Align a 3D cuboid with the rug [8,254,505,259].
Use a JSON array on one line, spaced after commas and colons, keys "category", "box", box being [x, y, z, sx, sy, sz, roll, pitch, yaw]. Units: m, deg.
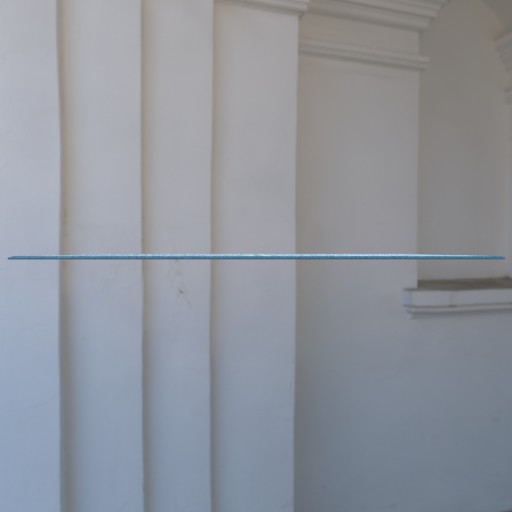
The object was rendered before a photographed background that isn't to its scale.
[{"category": "rug", "box": [0.000, 0.000, 3.376, 2.769, 0.018, 1.830, 0, 1, -1]}]
